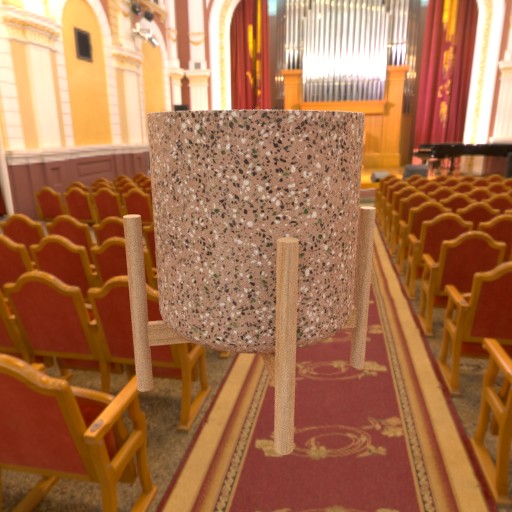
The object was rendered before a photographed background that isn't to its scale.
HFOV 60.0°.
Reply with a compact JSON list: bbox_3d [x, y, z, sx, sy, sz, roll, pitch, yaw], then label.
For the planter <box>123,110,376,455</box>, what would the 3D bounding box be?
[{"bbox_3d":[0.000,0.000,0.689,0.360,0.419,0.360,3,16,11],"label":"planter"}]
